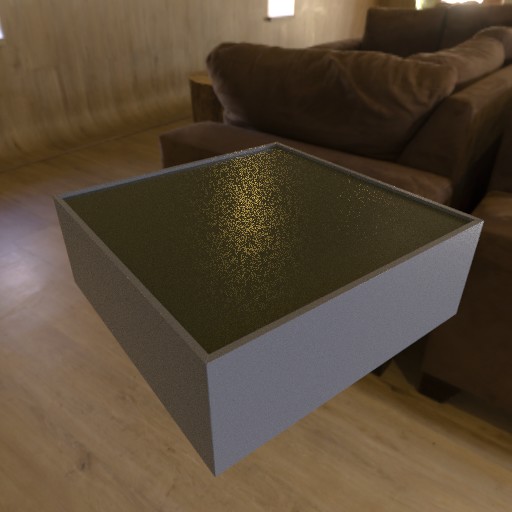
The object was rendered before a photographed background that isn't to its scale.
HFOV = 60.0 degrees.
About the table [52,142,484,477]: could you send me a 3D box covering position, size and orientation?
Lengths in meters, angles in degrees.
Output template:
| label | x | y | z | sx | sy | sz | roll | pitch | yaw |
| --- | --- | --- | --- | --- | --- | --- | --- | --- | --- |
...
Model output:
| label | x | y | z | sx | sy | sz | roll | pitch | yaw |
| --- | --- | --- | --- | --- | --- | --- | --- | --- | --- |
| table | 0.000 | 0.000 | 1.234 | 0.801 | 0.299 | 0.801 | -22 | 38 | -31 |
